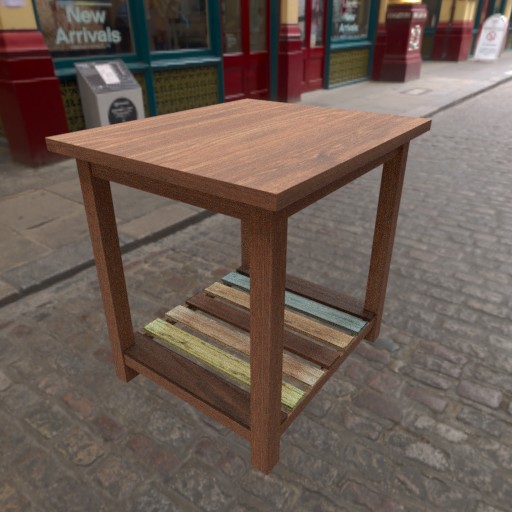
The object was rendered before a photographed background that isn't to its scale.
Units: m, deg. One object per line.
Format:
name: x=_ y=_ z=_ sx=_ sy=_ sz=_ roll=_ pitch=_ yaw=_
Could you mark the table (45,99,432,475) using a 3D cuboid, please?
table: x=0.000 y=0.000 z=1.119 sx=0.559 sy=0.635 sz=0.660 roll=19 pitch=33 yaw=32
